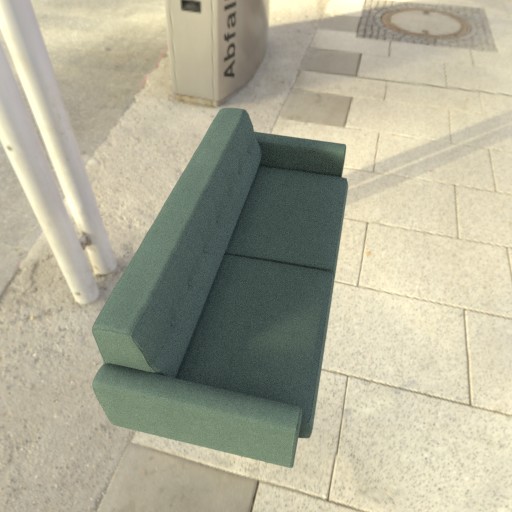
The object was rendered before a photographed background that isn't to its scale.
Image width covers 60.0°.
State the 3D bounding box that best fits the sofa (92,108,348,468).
[{"bbox_3d":[0.000,0.000,2.507,0.909,0.841,2.029,10,47,9],"label":"sofa"}]
